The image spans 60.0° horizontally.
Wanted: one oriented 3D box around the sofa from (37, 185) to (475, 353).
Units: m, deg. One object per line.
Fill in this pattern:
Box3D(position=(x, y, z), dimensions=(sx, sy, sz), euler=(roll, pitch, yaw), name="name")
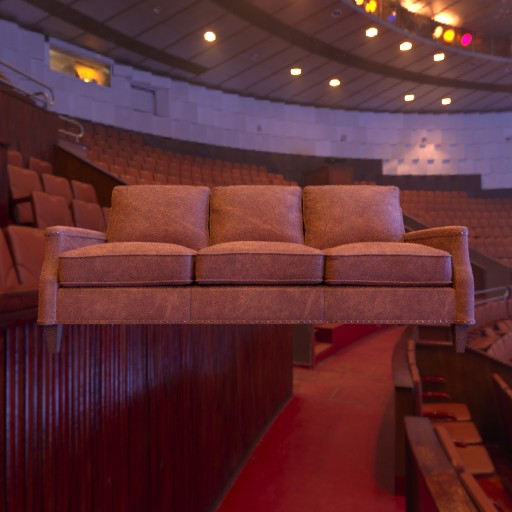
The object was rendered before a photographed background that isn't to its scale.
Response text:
Box3D(position=(0.000, 0.000, 2.778), dimensions=(2.246, 1.003, 1.084), euler=(0, 0, 0), name="sofa")
